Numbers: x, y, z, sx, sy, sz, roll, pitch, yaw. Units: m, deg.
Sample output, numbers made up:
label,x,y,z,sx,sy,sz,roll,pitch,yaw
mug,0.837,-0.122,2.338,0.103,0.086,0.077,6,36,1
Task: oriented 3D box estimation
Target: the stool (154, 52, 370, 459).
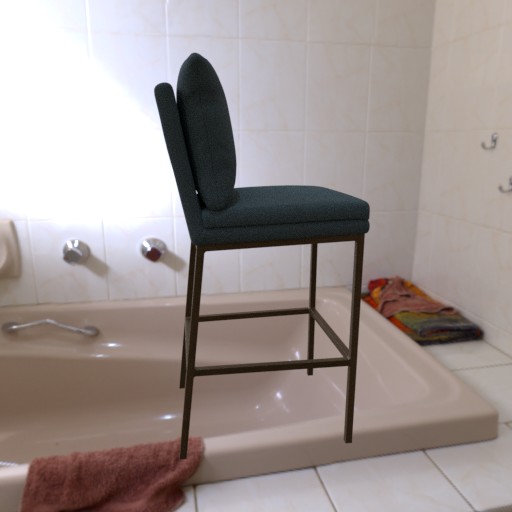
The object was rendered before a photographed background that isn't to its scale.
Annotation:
label,x,y,z,sx,sy,sz,roll,pitch,yaw
stool,0.000,0.000,1.424,0.568,1.124,0.463,-2,14,-9
